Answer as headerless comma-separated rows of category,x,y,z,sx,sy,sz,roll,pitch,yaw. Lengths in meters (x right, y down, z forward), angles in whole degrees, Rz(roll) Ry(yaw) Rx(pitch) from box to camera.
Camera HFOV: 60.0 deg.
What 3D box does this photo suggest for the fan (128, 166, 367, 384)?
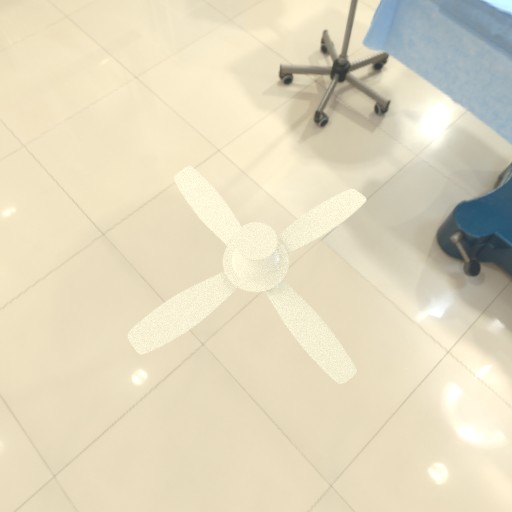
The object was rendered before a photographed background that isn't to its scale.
fan,0.000,0.000,2.574,1.693,0.382,1.694,-34,69,-15
